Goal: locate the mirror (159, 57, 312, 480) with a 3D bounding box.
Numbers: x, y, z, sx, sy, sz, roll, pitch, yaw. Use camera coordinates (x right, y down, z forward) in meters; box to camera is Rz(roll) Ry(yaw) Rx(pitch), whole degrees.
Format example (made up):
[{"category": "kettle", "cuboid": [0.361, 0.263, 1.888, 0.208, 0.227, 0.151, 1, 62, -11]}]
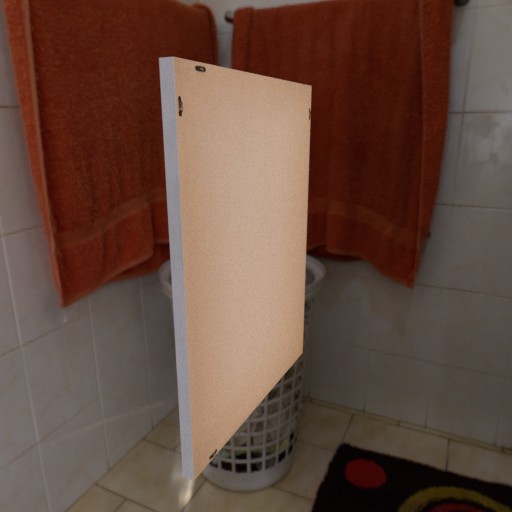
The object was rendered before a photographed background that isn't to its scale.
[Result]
[{"category": "mirror", "cuboid": [0.000, 0.000, 1.341, 0.041, 1.016, 0.762, 8, 18, 26]}]
